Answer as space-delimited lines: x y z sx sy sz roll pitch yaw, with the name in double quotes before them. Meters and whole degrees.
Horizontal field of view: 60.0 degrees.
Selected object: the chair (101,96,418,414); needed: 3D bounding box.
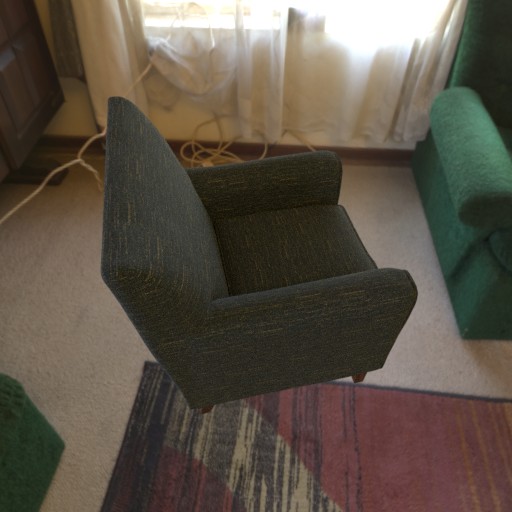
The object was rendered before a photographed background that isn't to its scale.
"chair" 0.000 0.000 1.638 0.873 0.928 0.864 -9 46 -8
